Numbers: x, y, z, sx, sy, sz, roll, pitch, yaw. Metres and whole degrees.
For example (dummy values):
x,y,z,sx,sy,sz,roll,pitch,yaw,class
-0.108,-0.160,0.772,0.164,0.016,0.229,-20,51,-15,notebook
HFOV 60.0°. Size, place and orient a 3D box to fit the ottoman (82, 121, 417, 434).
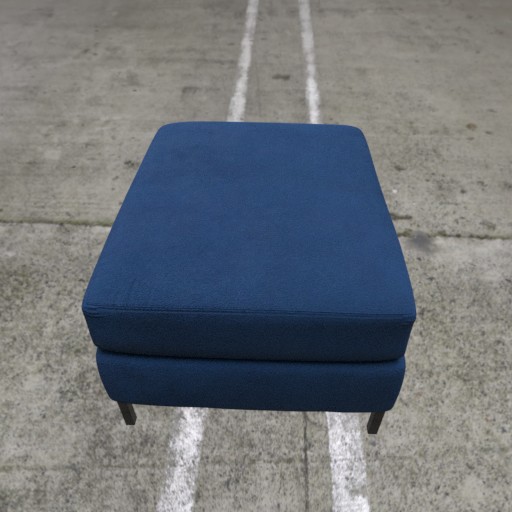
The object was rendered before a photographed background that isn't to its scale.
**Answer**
x,y,z,sx,sy,sz,roll,pitch,yaw,class
0.000,0.000,1.200,0.655,0.485,0.794,1,42,2,ottoman
